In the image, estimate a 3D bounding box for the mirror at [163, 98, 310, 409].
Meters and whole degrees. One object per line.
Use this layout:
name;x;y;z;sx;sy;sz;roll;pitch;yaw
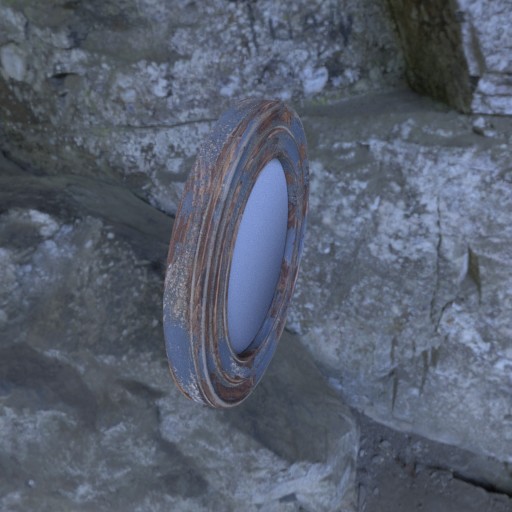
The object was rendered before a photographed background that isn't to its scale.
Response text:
mirror;0.000;0.000;0.876;0.061;0.585;0.585;11;32;18
